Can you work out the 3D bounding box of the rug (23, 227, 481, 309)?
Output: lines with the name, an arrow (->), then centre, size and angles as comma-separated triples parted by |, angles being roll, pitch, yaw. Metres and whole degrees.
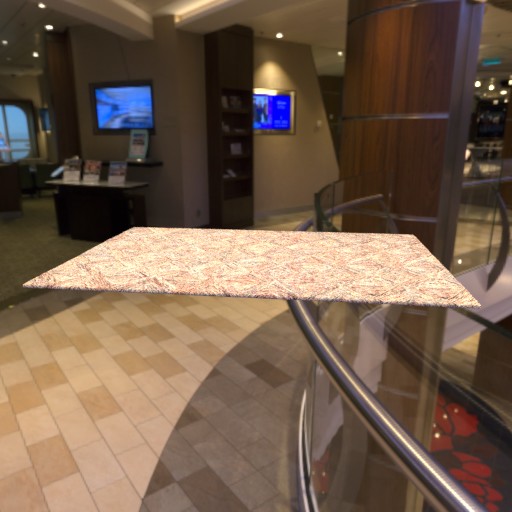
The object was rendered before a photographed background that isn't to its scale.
rug -> 0.000, 0.000, 2.214 | 1.761, 0.014, 1.143 | 2, 16, 7
